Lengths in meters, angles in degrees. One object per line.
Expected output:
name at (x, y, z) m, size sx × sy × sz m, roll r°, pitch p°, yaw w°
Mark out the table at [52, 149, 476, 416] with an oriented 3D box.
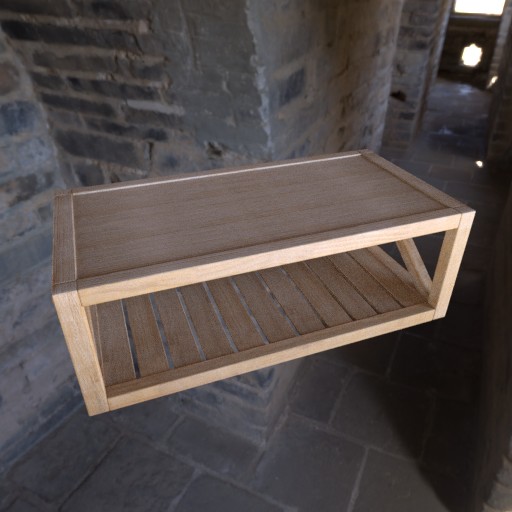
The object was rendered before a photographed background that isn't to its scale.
table at (0.000, 0.000, 1.655) m, size 1.321 × 0.457 × 0.660 m, roll -11°, pitch 34°, yaw -17°
